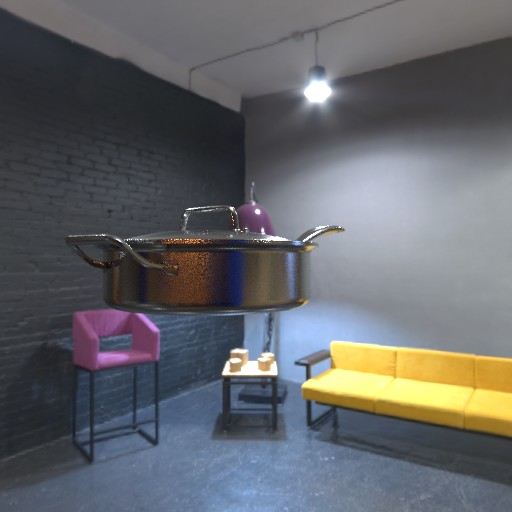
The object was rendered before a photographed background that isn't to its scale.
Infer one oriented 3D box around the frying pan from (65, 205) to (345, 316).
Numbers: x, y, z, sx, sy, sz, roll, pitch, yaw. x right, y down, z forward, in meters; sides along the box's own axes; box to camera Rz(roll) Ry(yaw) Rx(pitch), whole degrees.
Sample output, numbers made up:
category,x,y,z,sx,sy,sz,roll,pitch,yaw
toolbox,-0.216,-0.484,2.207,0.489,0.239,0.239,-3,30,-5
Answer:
category,x,y,z,sx,sy,sz,roll,pitch,yaw
frying pan,0.000,0.000,0.573,0.245,0.111,0.492,0,0,36
